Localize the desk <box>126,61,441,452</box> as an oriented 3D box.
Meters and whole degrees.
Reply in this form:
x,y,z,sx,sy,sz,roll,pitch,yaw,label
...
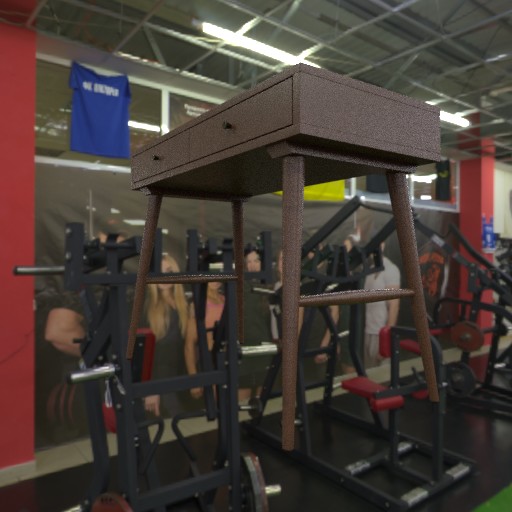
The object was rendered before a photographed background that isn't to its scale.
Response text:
x,y,z,sx,sy,sz,roll,pitch,yaw,label
0.000,0.000,1.377,0.510,0.758,0.949,0,0,-35,desk
